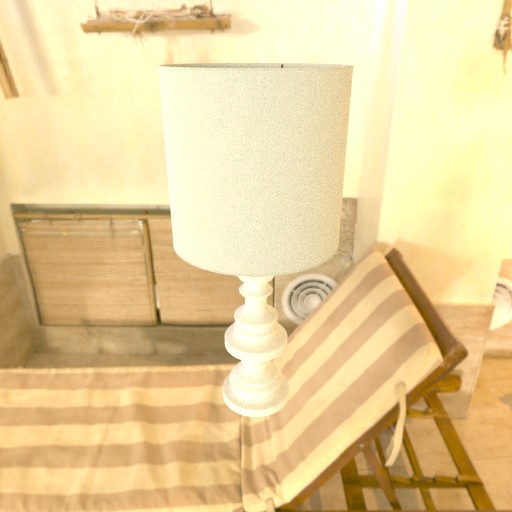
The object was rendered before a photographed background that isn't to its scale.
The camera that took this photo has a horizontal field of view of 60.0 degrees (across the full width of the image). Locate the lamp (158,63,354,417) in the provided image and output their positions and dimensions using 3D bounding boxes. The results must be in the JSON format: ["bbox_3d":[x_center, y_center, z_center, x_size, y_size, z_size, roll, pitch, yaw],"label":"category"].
[{"bbox_3d":[0.000,0.000,0.575,0.208,0.455,0.208,0,25,0],"label":"lamp"}]
